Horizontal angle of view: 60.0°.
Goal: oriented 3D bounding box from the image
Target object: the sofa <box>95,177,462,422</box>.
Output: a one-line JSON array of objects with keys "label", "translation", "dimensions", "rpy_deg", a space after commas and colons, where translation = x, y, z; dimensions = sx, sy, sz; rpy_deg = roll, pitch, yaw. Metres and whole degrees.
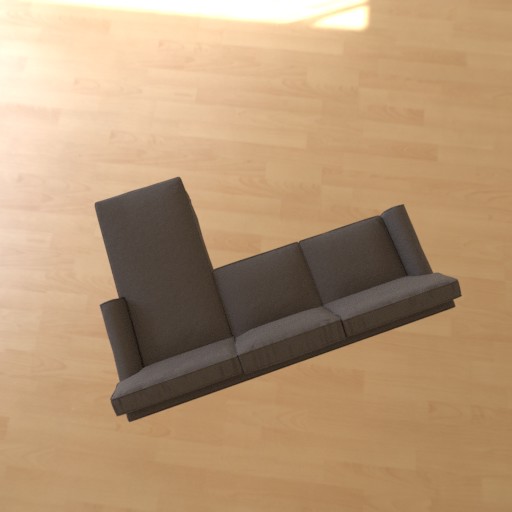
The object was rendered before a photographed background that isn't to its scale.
[{"label": "sofa", "translation": [0.000, 0.000, 3.473], "dimensions": [2.475, 0.978, 1.733], "rpy_deg": [-18, 76, -5]}]
